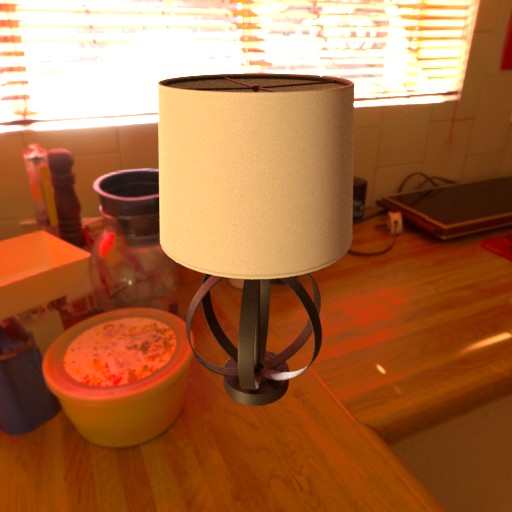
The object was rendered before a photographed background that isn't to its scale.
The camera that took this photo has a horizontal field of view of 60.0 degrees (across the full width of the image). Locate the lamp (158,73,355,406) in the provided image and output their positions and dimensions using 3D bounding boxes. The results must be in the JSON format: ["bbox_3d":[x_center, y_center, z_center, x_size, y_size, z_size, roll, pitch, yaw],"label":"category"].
[{"bbox_3d":[0.000,0.000,0.692,0.286,0.510,0.286,0,27,0],"label":"lamp"}]
